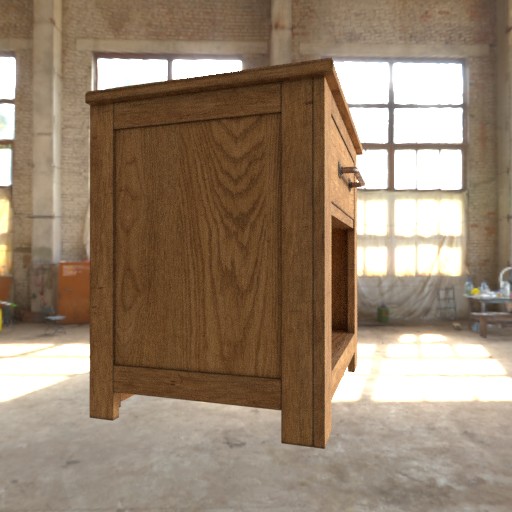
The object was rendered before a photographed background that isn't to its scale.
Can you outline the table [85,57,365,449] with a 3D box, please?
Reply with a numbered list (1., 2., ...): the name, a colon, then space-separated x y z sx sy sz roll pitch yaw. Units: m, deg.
1. table: 0.000 0.000 1.052 0.494 0.625 0.601 0 0 18
